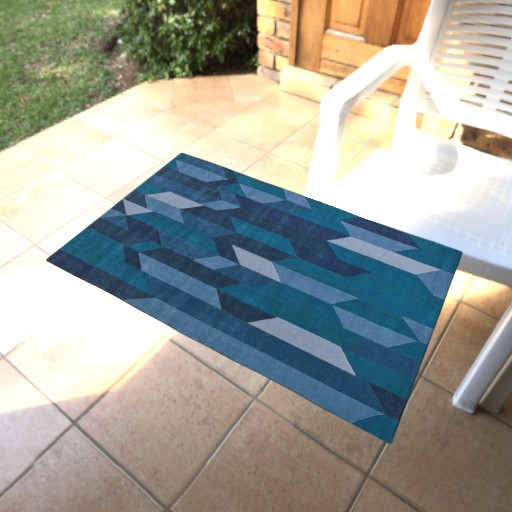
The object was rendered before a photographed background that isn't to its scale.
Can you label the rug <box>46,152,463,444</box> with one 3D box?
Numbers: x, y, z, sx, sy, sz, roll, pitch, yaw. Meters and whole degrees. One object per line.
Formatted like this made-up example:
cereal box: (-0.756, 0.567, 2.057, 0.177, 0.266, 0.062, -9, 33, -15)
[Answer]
rug: (0.000, 0.000, 3.029, 2.420, 0.005, 1.528, 23, 50, 21)
